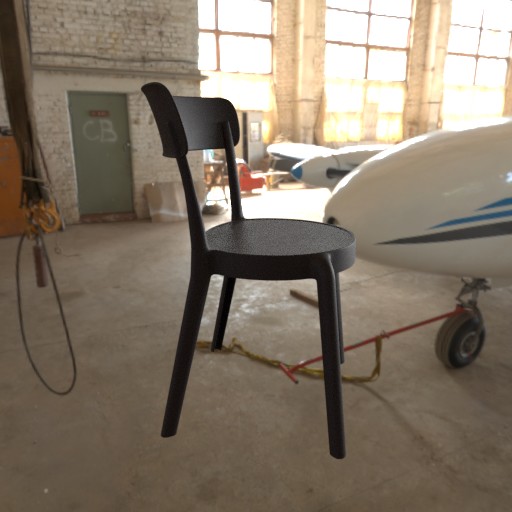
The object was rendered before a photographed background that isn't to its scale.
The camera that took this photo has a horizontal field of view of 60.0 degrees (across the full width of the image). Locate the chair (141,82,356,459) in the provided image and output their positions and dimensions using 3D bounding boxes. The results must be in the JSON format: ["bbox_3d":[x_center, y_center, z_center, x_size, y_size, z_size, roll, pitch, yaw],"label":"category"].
[{"bbox_3d":[0.000,0.000,1.125,0.491,0.790,0.506,3,17,10],"label":"chair"}]
